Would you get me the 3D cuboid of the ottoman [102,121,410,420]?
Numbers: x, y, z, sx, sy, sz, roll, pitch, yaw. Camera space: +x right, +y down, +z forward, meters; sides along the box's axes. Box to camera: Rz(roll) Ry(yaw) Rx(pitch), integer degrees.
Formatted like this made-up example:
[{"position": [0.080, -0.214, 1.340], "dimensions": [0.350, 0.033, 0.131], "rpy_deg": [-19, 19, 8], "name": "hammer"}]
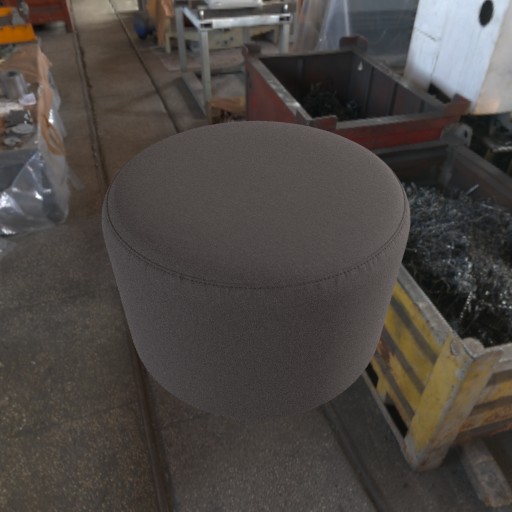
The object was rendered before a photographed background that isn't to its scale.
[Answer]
[{"position": [0.000, 0.000, 0.999], "dimensions": [0.608, 0.433, 0.608], "rpy_deg": [0, 40, 0], "name": "ottoman"}]
